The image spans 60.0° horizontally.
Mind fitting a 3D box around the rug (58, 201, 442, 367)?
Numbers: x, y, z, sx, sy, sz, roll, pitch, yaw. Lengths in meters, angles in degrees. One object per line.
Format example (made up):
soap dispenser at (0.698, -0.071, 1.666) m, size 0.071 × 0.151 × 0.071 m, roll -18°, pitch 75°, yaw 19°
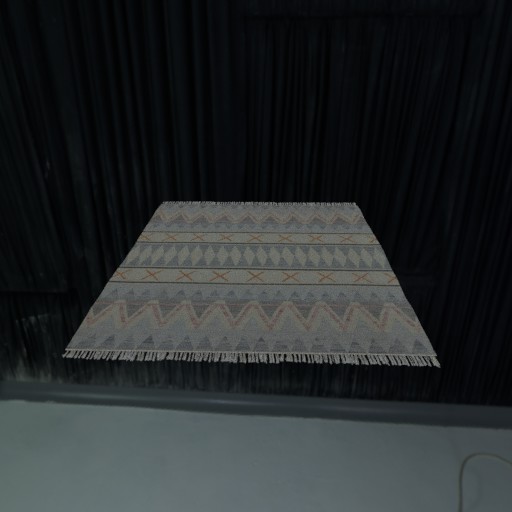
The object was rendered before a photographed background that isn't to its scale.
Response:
rug at (0.000, 0.000, 4.038) m, size 2.371 × 0.012 × 3.000 m, roll 1°, pitch 26°, yaw 1°
